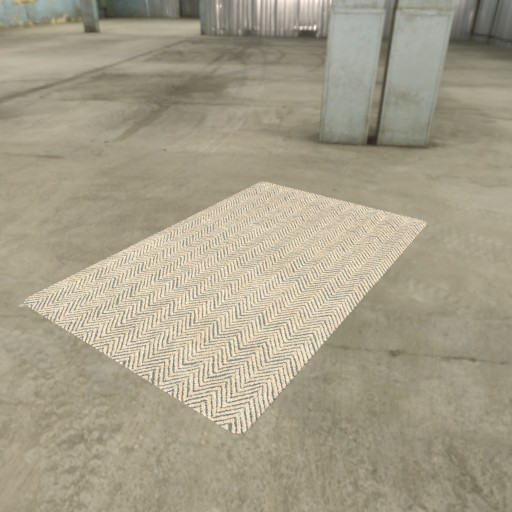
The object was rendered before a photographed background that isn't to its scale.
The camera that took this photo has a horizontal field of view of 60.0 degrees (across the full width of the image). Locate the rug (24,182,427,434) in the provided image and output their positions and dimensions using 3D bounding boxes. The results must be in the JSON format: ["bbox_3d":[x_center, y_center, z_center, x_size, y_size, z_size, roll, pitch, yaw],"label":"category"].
[{"bbox_3d":[0.000,0.000,2.165,1.144,0.008,1.752,19,35,30],"label":"rug"}]
